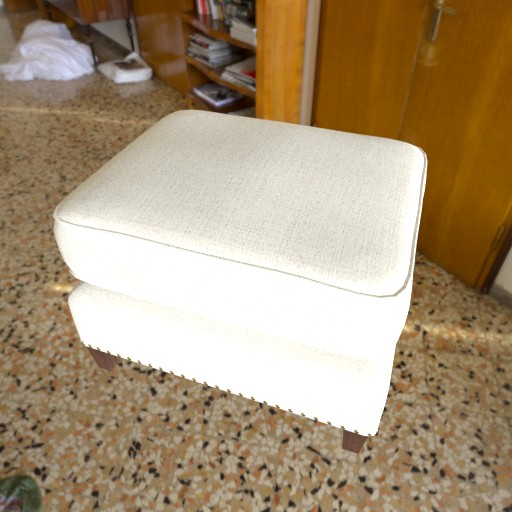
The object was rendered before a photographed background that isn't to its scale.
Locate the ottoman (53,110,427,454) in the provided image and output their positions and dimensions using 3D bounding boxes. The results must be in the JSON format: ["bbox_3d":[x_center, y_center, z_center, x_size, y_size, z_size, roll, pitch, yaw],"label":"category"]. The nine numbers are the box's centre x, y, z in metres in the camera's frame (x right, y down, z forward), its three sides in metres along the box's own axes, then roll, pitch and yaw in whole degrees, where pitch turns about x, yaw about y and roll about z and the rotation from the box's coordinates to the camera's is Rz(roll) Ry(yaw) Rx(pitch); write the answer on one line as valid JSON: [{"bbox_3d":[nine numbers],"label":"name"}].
[{"bbox_3d":[0.000,0.000,1.112,0.738,0.537,0.589,13,43,15],"label":"ottoman"}]
